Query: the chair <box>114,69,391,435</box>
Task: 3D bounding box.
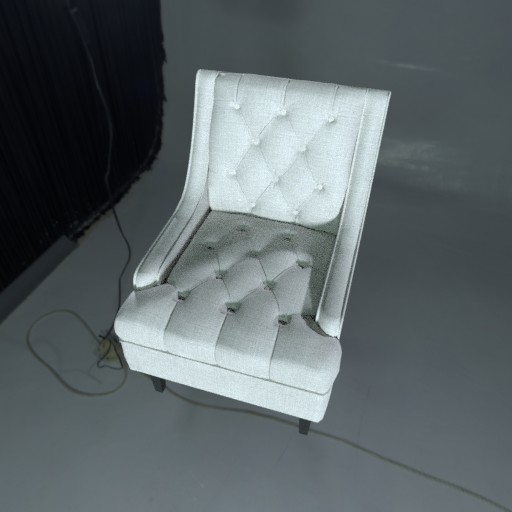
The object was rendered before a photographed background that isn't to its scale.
[{"bbox_3d":[0.000,0.000,1.437,0.658,0.891,0.772,12,43,13],"label":"chair"}]
